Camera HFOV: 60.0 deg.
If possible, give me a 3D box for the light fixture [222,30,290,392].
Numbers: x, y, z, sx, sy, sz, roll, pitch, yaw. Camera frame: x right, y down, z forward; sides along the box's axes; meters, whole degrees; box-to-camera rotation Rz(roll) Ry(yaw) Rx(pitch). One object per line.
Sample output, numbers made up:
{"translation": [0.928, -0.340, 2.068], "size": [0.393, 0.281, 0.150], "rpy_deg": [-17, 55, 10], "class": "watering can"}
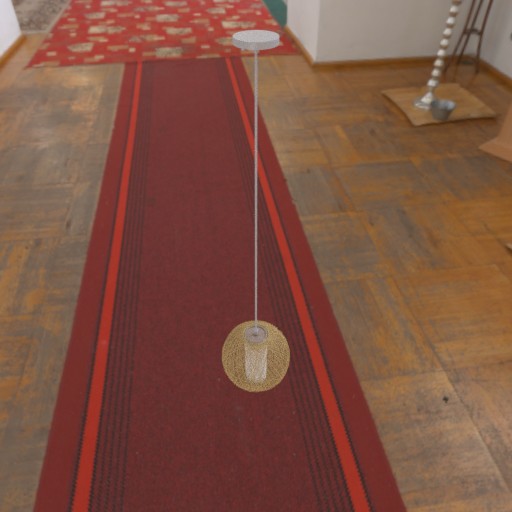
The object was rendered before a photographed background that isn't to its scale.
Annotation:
{"translation": [0.000, 0.000, 2.135], "size": [0.406, 1.955, 0.407], "rpy_deg": [25, 46, 27], "class": "light fixture"}
